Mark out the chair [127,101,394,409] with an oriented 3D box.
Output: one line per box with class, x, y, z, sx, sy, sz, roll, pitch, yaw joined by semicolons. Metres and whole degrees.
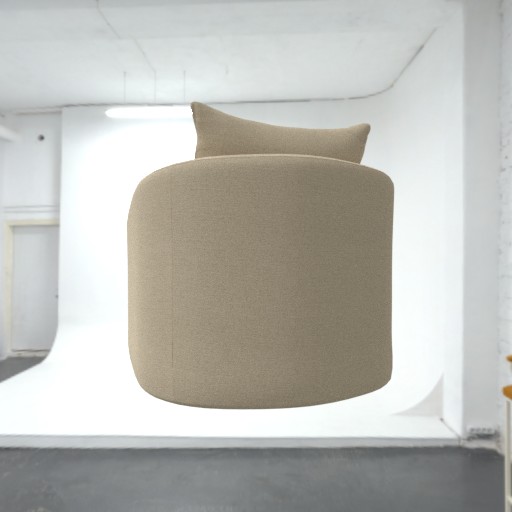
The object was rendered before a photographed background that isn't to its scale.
chair;0.000;0.000;1.558;0.845;0.848;0.910;0;0;-19
